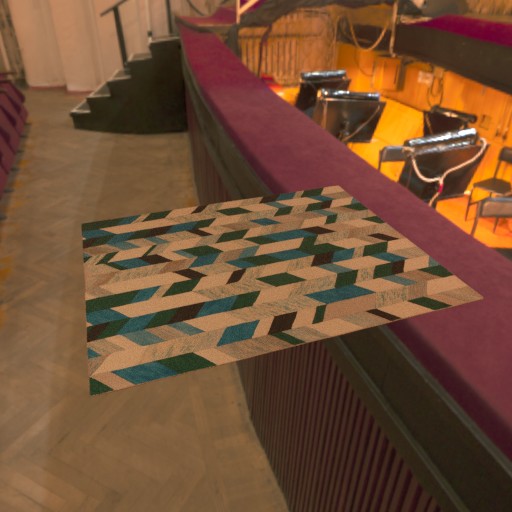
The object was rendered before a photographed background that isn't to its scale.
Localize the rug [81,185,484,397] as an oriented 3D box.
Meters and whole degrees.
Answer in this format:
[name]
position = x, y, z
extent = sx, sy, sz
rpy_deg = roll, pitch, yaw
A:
[rug]
position = 0.000, 0.000, 4.111
extent = 3.036, 0.008, 2.440
rpy_deg = -11, 34, -16
